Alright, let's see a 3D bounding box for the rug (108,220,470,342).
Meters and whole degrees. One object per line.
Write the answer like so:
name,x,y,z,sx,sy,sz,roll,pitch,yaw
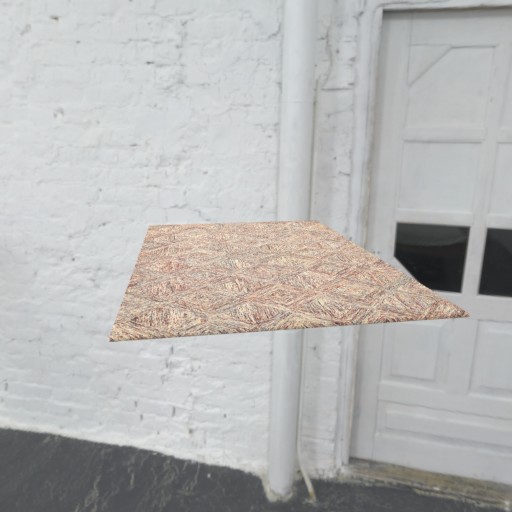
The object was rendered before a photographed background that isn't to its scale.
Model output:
rug,0.000,0.000,2.906,1.523,0.019,2.285,-2,15,-9
